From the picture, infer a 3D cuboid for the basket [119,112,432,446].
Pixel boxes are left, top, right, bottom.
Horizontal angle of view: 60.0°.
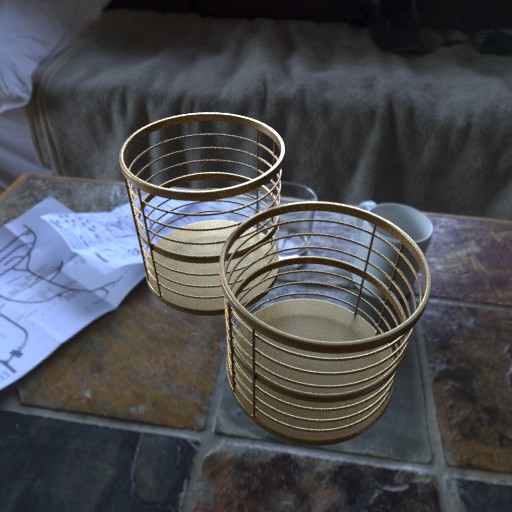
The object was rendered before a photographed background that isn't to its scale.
[{"bbox_3d":[0.000,0.000,0.960,0.356,0.351,0.746,-26,48,-26],"label":"basket"}]
